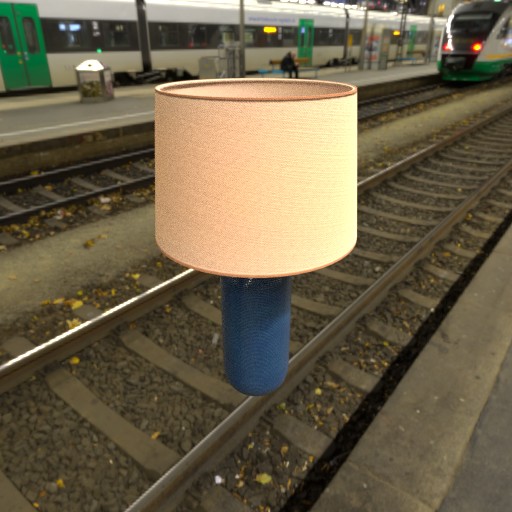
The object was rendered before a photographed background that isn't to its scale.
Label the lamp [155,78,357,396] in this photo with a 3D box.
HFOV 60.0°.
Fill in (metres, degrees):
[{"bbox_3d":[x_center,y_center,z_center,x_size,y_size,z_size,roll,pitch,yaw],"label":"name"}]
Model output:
[{"bbox_3d":[0.000,0.000,0.847,0.367,0.609,0.367,0,26,0],"label":"lamp"}]
